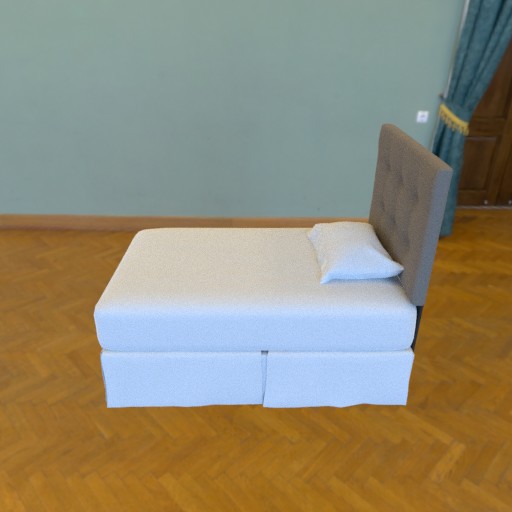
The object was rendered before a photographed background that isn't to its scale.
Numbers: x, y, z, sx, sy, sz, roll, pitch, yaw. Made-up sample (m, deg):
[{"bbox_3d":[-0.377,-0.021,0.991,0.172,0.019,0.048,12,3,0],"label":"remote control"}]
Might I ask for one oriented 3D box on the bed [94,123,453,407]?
[{"bbox_3d":[0.000,0.000,3.052,1.997,1.571,1.261,0,28,0],"label":"bed"}]
